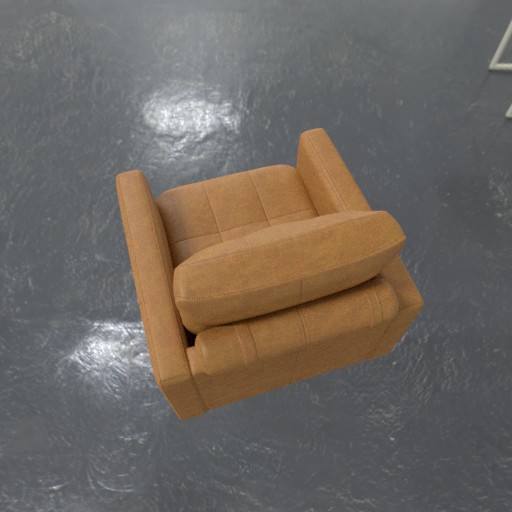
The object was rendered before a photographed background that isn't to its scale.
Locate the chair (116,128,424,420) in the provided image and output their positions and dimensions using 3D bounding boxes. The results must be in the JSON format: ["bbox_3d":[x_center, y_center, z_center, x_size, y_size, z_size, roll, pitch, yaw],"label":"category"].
[{"bbox_3d":[0.000,0.000,1.554,0.831,0.896,0.868,-15,59,-9],"label":"chair"}]
